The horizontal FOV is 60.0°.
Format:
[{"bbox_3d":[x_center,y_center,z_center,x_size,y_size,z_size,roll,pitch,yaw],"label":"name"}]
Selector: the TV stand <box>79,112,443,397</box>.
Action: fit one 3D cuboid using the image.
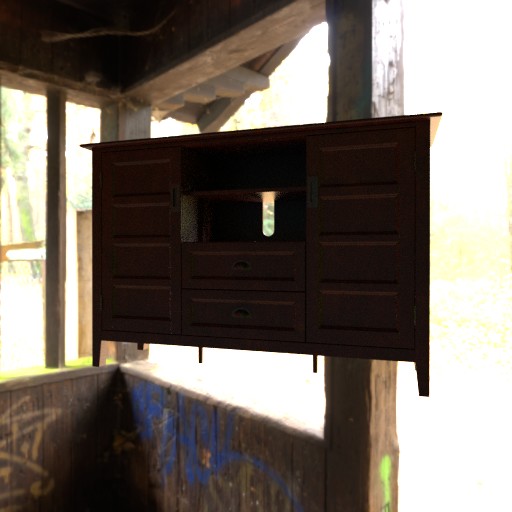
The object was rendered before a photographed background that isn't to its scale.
[{"bbox_3d":[0.000,0.000,1.812,1.372,0.915,0.445,0,0,18],"label":"TV stand"}]
